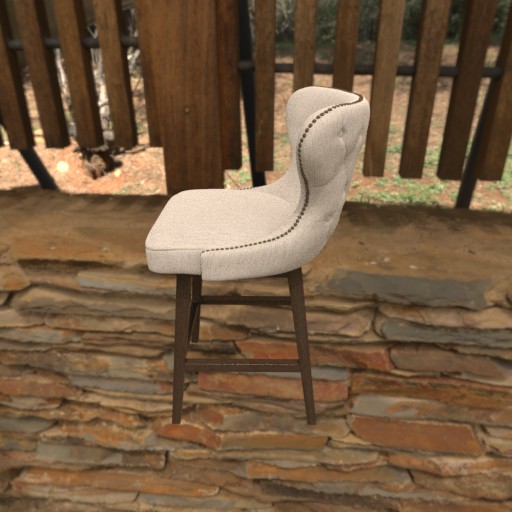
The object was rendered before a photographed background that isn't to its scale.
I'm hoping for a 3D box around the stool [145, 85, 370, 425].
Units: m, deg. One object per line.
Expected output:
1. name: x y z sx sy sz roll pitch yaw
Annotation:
1. stool: 0.000 0.000 1.402 0.597 0.972 0.615 0 25 1
